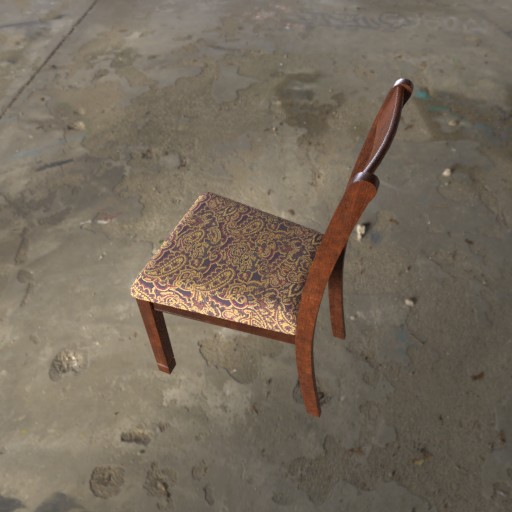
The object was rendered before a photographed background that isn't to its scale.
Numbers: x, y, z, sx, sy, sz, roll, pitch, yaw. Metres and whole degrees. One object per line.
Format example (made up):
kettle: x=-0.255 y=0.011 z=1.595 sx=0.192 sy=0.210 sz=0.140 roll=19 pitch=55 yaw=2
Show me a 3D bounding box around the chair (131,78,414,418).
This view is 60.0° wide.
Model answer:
chair: x=0.000 y=0.000 z=1.261 sx=0.584 sy=0.965 sz=0.457 roll=17 pitch=49 yaw=15
